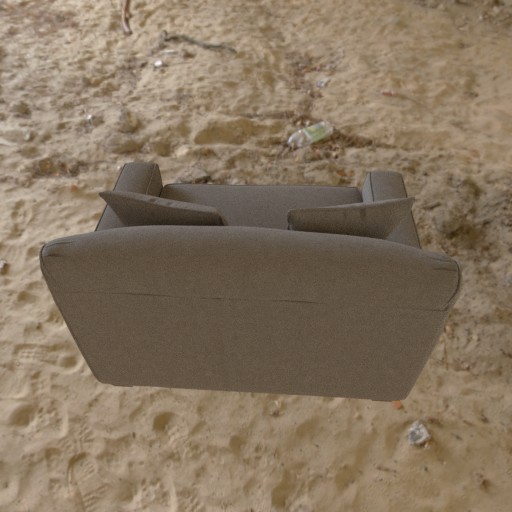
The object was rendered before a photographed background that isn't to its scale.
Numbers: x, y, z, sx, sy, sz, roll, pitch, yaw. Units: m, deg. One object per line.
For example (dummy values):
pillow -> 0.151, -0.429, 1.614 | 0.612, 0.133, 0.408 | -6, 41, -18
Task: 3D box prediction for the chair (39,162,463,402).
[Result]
chair -> 0.000, 0.000, 2.008 | 1.395, 0.953, 0.992 | 3, 47, 2
